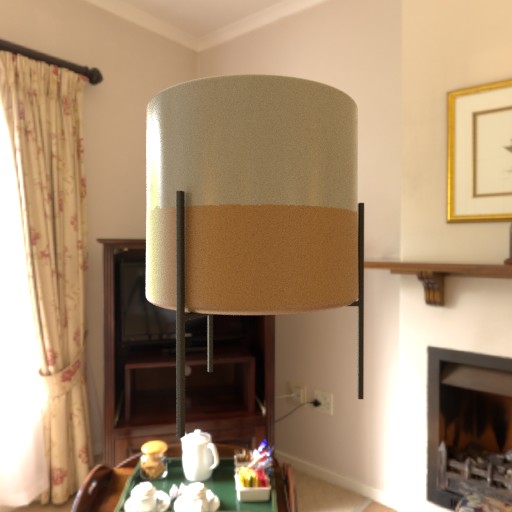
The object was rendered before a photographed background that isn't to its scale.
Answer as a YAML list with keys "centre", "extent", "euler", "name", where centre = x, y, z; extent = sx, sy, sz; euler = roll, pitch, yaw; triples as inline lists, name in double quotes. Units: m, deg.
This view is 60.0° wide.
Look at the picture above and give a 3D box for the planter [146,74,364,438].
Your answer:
- centre: [0.000, 0.000, 0.745]
  extent: [0.360, 0.480, 0.348]
  euler: [0, 1, 1]
  name: "planter"
